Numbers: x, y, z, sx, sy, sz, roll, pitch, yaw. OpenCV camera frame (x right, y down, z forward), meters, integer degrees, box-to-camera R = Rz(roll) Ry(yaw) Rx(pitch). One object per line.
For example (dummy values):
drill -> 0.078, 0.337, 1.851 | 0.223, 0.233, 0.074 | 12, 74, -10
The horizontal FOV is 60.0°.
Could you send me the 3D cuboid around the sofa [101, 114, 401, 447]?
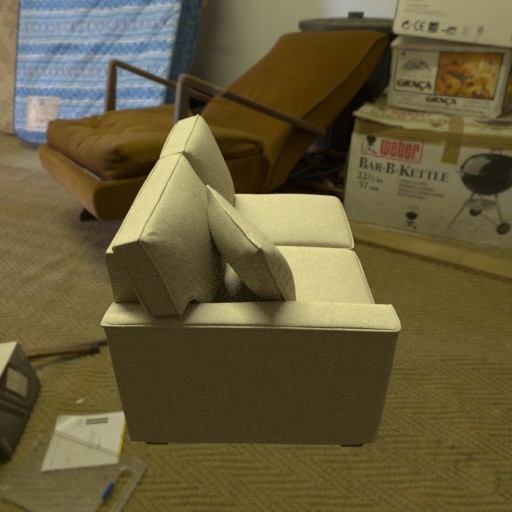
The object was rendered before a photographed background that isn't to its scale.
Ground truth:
sofa -> 0.000, 0.000, 2.078 | 0.991, 0.989, 1.388 | 0, 32, 1
